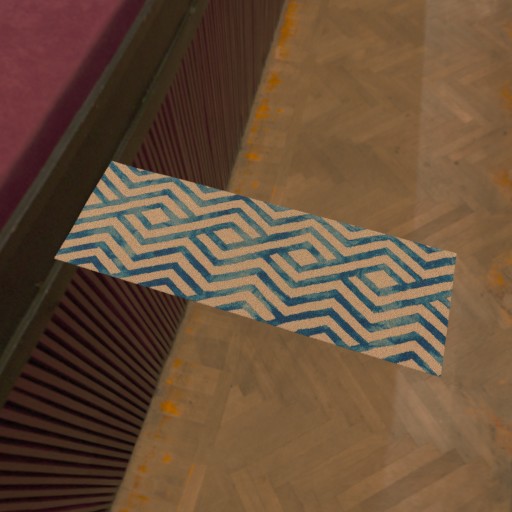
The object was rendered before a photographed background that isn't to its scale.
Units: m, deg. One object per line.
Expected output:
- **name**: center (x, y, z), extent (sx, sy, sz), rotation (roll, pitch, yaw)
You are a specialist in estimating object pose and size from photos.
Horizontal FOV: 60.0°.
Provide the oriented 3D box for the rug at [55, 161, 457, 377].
- **rug**: center (0.000, 0.000, 1.731), extent (1.492, 0.007, 0.503), rotation (16, 64, 8)
